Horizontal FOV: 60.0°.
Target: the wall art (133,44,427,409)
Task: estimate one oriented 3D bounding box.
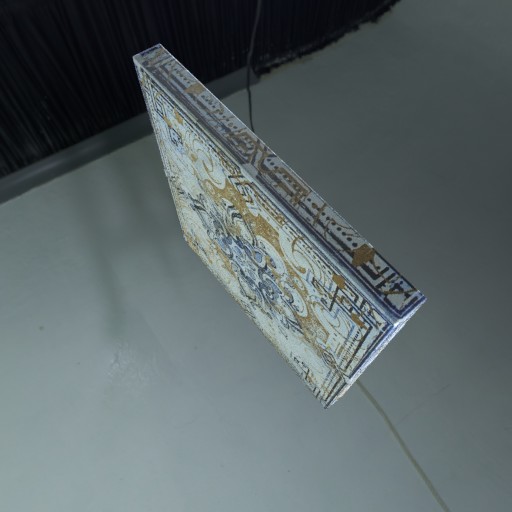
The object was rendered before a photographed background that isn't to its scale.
[{"bbox_3d":[0.000,0.000,0.618,0.038,0.410,0.411,-35,67,-17],"label":"wall art"}]
